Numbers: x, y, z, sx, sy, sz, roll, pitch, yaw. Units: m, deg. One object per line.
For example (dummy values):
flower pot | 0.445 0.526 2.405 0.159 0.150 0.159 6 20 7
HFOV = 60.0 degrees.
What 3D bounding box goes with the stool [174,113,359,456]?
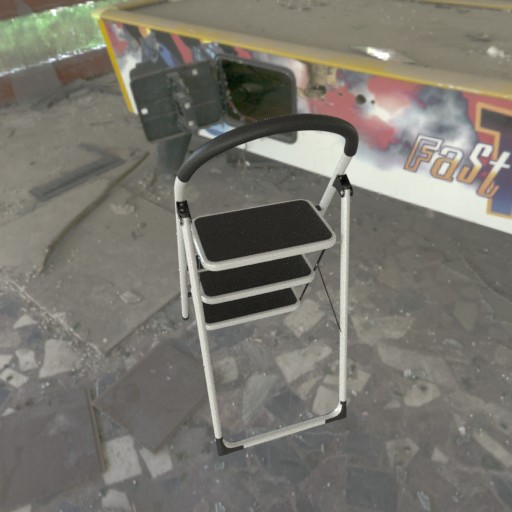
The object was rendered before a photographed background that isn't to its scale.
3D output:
stool | 0.000 0.000 1.435 0.485 1.109 0.676 -11 41 -13
